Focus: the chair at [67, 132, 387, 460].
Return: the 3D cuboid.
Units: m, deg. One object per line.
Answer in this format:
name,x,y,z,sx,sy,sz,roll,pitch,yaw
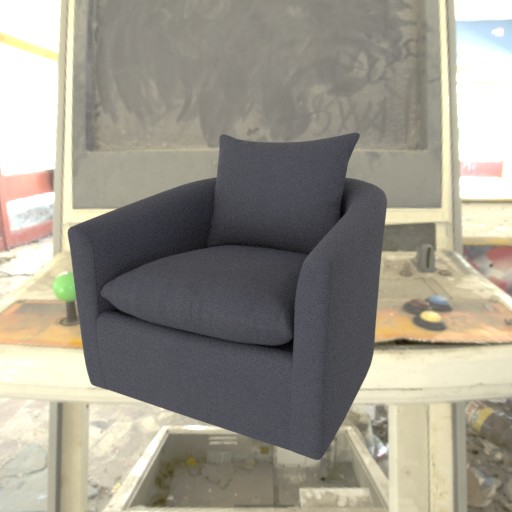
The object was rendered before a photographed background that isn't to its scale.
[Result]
chair,0.000,0.000,1.578,0.845,0.848,0.910,7,17,26
